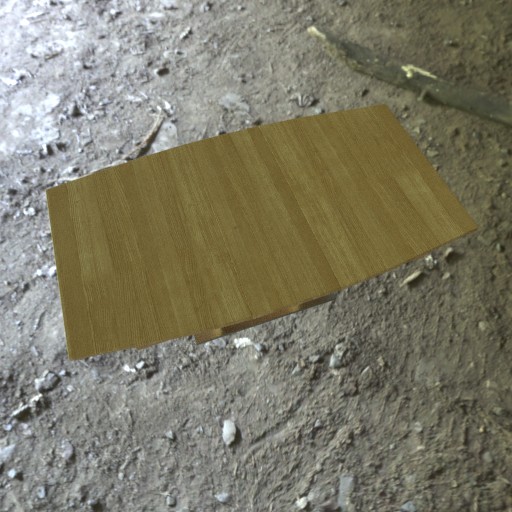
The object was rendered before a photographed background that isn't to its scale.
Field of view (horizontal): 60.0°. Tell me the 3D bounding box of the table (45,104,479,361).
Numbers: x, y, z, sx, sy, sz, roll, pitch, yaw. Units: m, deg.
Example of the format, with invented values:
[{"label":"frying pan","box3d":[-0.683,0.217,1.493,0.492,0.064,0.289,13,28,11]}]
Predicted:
[{"label":"table","box3d":[0.000,0.000,2.123,1.598,0.748,0.900,-17,60,-10]}]
